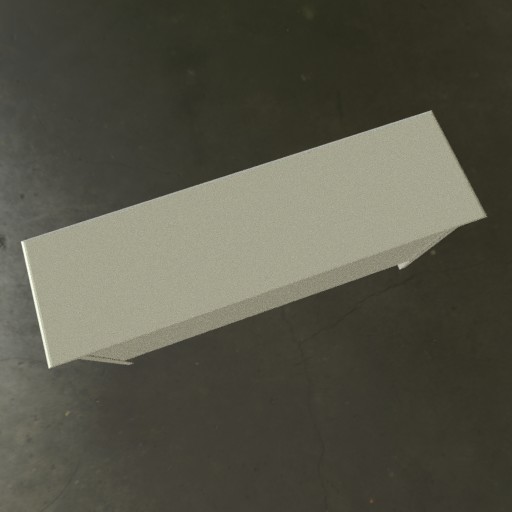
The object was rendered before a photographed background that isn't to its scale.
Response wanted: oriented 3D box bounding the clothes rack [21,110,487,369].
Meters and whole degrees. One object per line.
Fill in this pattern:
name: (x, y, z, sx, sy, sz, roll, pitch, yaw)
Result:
clothes rack: (0.000, 0.000, 1.348, 1.120, 0.531, 0.324, -19, 75, -5)
